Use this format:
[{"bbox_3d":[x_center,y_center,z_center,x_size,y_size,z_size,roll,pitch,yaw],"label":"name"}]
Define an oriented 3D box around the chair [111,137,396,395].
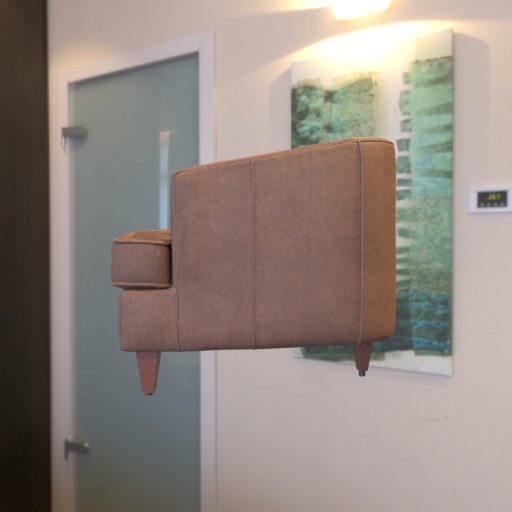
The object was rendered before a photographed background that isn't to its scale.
[{"bbox_3d":[0.000,0.000,1.777,0.914,0.787,1.118,0,1,-2],"label":"chair"}]
